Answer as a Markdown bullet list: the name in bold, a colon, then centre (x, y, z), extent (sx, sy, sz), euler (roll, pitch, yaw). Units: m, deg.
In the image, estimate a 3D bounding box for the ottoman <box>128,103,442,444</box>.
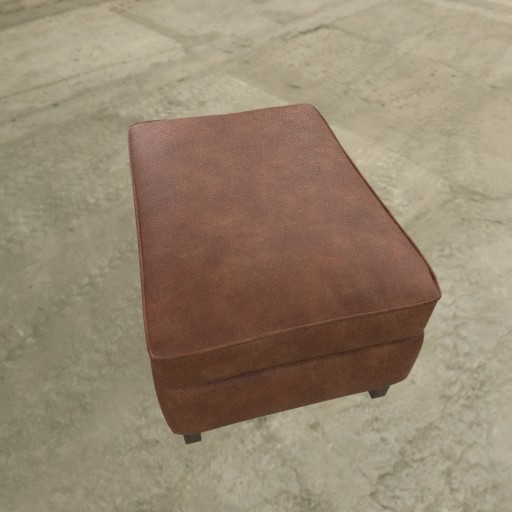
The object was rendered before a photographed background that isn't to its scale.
- **ottoman**: centre (0.000, 0.000, 0.982), extent (0.501, 0.418, 0.665), euler (-10, 47, -10)
